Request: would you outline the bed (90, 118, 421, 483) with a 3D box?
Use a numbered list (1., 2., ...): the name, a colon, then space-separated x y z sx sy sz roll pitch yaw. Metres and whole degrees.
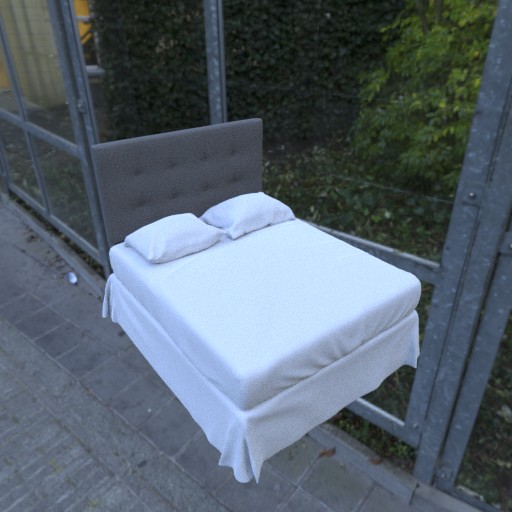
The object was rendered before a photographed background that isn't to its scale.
1. bed: 0.000 0.000 3.472 1.936 1.577 2.222 -20 35 -32
